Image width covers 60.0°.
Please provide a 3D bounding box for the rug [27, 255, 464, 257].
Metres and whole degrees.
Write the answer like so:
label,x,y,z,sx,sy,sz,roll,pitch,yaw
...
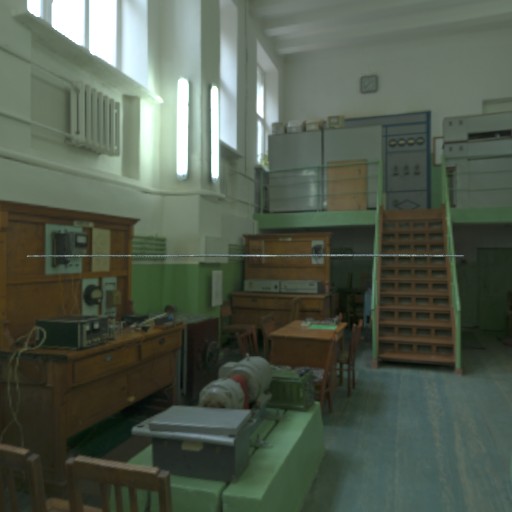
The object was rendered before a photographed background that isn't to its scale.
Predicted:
label,x,y,z,sx,sy,sz,roll,pitch,yaw
rug,0.000,0.000,2.217,1.754,0.010,1.148,0,0,17
